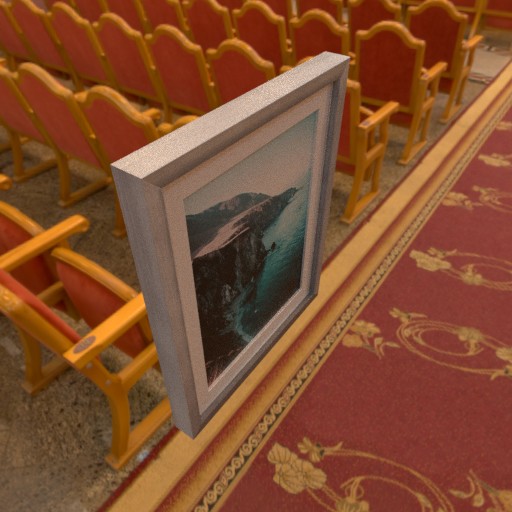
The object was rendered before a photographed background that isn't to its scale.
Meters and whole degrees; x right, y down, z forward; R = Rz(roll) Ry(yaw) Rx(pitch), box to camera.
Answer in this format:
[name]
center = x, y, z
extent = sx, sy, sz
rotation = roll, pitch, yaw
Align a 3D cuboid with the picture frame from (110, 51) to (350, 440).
[picture frame]
center = 0.000, 0.000, 0.770
extent = 0.046, 0.555, 0.449
rotation = 26, 48, 26
